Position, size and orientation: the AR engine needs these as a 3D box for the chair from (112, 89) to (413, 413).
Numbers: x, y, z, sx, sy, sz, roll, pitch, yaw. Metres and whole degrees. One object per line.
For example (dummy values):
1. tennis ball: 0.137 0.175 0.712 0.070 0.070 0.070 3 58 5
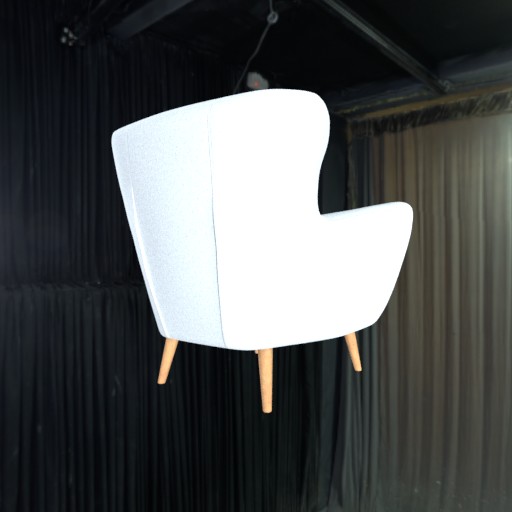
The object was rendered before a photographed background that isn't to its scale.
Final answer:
1. chair: 0.000 0.000 1.607 0.890 0.889 0.889 0 0 38
